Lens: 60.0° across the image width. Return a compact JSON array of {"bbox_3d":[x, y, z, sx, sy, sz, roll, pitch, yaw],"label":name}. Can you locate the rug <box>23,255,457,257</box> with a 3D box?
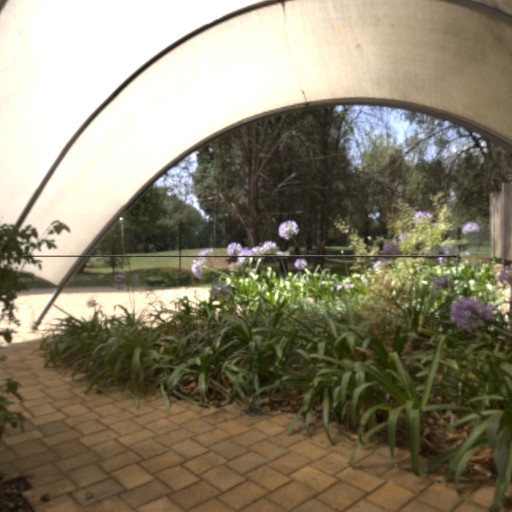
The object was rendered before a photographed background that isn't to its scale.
[{"bbox_3d":[0.000,0.000,2.890,2.232,0.009,1.630,0,0,18],"label":"rug"}]
